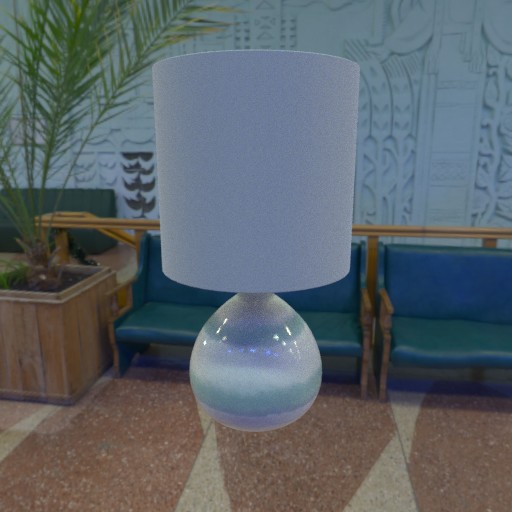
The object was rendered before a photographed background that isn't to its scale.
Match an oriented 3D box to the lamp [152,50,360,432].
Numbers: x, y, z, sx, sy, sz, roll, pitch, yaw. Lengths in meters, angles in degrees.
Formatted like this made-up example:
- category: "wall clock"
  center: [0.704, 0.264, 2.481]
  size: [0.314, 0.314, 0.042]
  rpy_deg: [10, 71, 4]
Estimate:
- category: "lamp"
  center: [0.000, 0.000, 0.520]
  size: [0.217, 0.404, 0.217]
  rpy_deg: [2, 14, 10]
